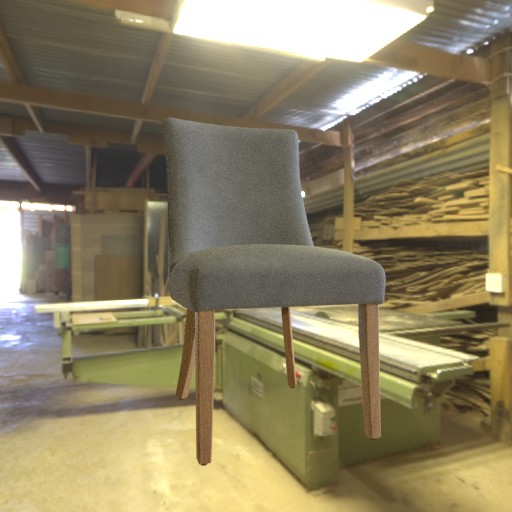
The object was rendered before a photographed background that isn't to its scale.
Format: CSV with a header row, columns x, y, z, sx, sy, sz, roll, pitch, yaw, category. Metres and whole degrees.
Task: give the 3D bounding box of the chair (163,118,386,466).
x,y,z,sx,sy,sz,roll,pitch,yaw,category
0.000,0.000,1.289,0.495,0.902,0.610,0,0,-18,chair
